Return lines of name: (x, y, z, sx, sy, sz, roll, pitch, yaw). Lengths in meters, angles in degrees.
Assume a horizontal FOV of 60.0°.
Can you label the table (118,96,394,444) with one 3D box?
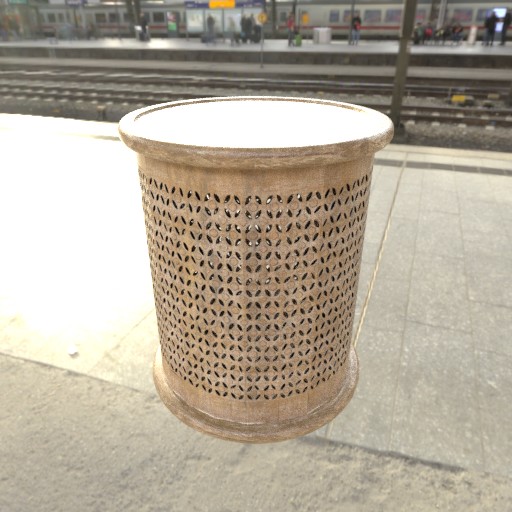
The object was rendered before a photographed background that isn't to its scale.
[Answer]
table: (0.000, 0.000, 0.784, 0.407, 0.482, 0.407, 0, 28, 0)
